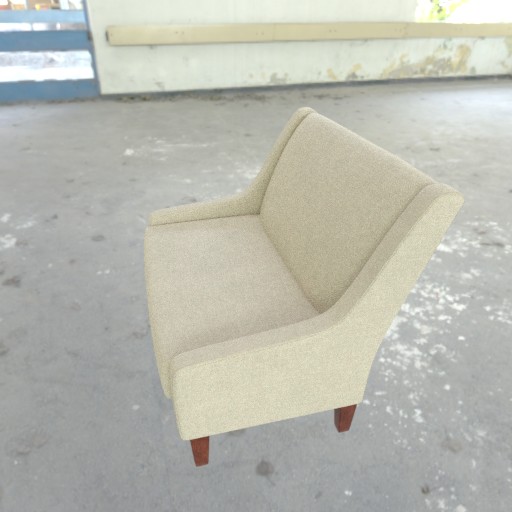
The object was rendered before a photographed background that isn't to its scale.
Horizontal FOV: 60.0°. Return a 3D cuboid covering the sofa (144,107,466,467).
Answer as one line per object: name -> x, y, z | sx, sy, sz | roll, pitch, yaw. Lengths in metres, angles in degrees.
sofa -> 0.000, 0.000, 1.905 | 0.946, 0.976, 1.212 | -8, 31, -13
